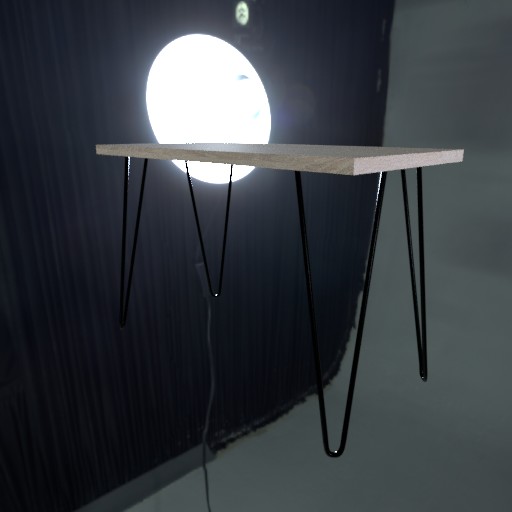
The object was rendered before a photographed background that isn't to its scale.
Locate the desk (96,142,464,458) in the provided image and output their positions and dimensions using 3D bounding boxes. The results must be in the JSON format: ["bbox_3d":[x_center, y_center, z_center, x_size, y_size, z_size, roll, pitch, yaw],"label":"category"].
[{"bbox_3d":[0.000,0.000,1.380,0.991,0.660,0.499,15,22,43],"label":"desk"}]
